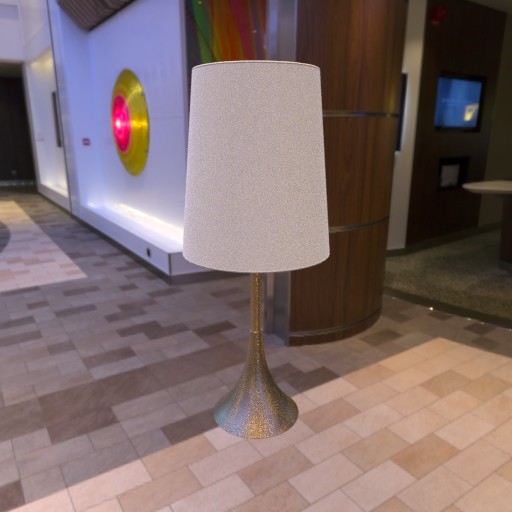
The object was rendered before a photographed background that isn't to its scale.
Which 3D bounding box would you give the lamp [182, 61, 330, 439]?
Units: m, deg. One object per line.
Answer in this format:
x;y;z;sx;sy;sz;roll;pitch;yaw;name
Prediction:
0.000;0.000;0.706;0.231;0.569;0.231;0;16;0;lamp
